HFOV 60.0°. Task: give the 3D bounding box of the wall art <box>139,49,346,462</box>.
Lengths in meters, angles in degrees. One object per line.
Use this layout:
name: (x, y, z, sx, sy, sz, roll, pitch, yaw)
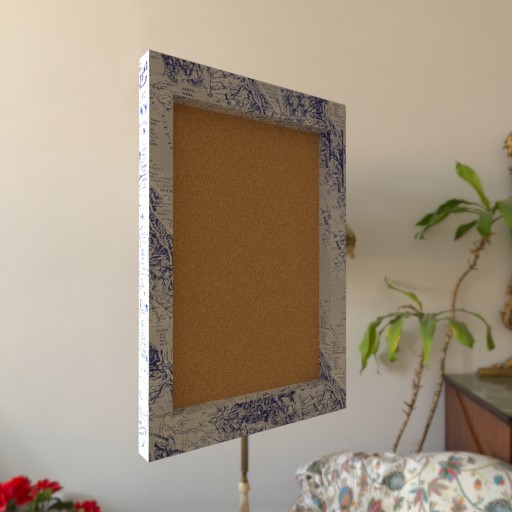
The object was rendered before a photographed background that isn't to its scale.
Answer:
wall art: (0.000, 0.000, 0.777, 0.408, 0.601, 0.040, 0, 0, -35)
